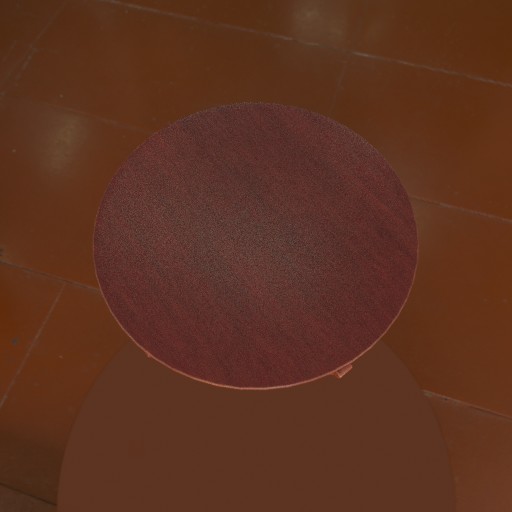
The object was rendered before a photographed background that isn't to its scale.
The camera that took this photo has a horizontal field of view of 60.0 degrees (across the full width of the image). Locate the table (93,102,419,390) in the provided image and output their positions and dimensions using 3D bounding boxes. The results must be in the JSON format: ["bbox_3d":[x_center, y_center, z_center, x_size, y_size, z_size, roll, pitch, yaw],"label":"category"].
[{"bbox_3d":[0.000,0.000,1.624,1.029,0.486,1.029,0,64,0],"label":"table"}]
